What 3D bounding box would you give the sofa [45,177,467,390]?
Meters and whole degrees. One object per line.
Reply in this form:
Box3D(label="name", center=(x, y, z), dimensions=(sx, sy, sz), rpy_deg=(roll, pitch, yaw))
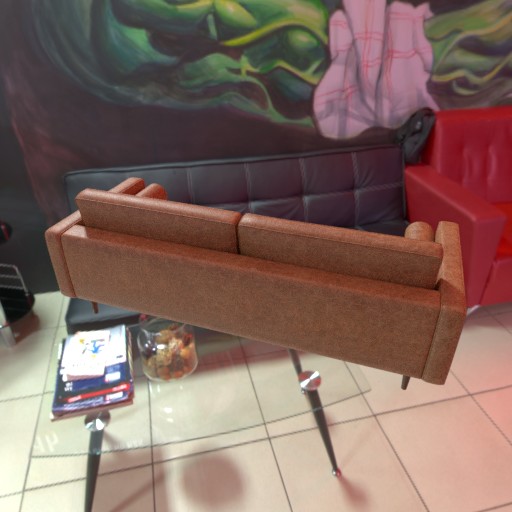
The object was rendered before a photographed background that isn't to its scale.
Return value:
Box3D(label="sofa", center=(0.000, 0.000, 2.610), dimensions=(2.200, 0.770, 0.919), rpy_deg=(10, 33, 16))
